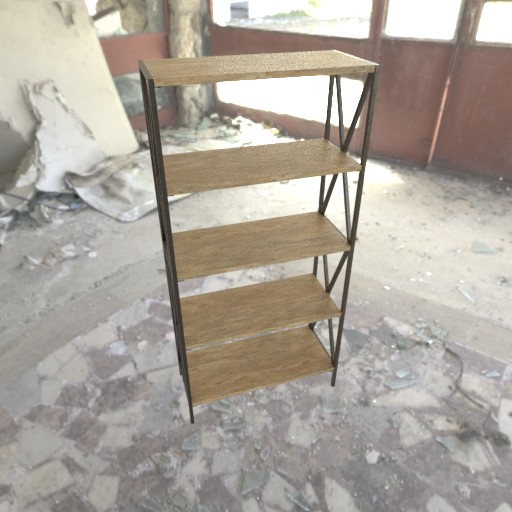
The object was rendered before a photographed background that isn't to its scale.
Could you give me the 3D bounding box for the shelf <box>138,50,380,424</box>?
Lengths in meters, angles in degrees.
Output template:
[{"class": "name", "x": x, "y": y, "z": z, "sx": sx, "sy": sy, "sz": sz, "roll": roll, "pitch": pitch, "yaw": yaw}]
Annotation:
[{"class": "shelf", "x": 0.000, "y": 0.000, "z": 2.224, "sx": 0.874, "sy": 1.803, "sz": 0.386, "roll": -10, "pitch": 34, "yaw": -15}]
